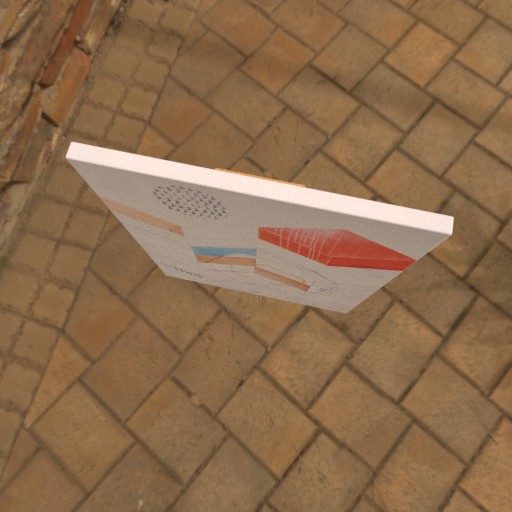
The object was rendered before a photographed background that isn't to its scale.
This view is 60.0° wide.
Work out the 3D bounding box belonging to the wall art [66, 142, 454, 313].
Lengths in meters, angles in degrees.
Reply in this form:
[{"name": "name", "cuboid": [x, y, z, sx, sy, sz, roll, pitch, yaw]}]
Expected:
[{"name": "wall art", "cuboid": [0.000, 0.000, 1.342, 0.759, 1.014, 0.045, 12, 75, 3]}]
